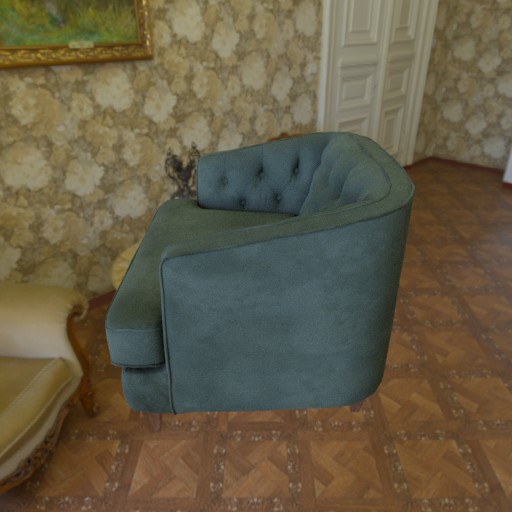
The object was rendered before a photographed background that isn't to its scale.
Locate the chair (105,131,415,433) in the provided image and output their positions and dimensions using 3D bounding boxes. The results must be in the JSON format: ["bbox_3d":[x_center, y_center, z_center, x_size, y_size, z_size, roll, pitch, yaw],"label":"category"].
[{"bbox_3d":[0.000,0.000,1.769,0.941,0.852,1.104,0,27,-1],"label":"chair"}]
